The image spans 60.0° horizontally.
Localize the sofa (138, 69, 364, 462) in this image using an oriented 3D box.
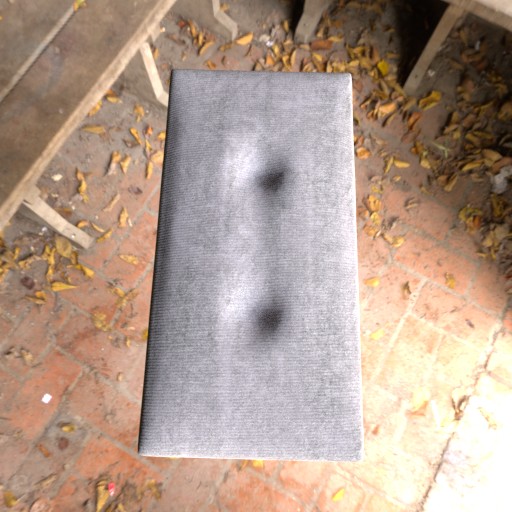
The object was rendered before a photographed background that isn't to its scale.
[{"bbox_3d":[0.000,0.000,1.126,0.480,0.330,0.930,1,75,0],"label":"sofa"}]
